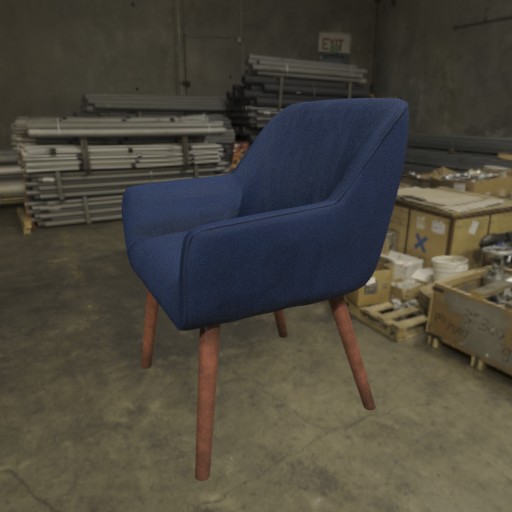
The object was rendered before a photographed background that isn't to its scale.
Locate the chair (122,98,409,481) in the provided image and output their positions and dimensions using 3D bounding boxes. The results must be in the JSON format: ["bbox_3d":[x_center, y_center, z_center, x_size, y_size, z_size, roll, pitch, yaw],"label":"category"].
[{"bbox_3d":[0.000,0.000,1.215,0.600,0.820,0.600,-9,19,-26],"label":"chair"}]
